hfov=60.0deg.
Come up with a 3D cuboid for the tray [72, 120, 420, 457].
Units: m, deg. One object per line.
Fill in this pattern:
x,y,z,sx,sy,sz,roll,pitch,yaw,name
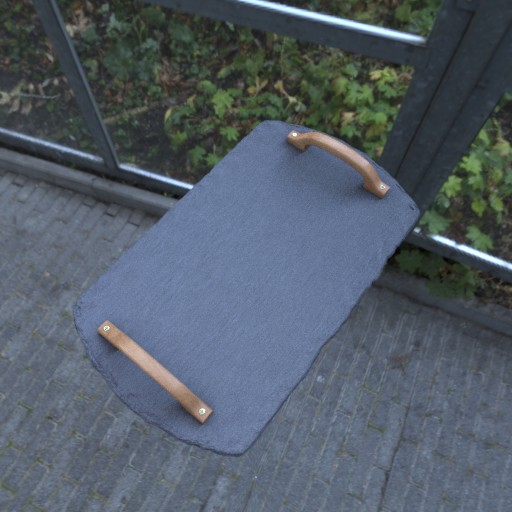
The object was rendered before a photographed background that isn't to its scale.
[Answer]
0.000,0.000,0.471,0.231,0.062,0.387,35,69,16,tray
